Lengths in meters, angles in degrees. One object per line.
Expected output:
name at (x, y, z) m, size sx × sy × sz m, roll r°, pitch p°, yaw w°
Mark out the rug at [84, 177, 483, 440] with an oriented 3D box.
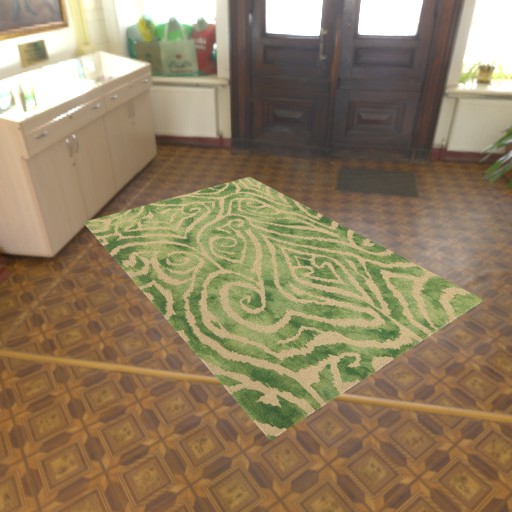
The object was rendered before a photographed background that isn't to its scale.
rug at (0.000, 0.000, 2.329) m, size 1.220 × 0.006 × 1.826 m, roll -21°, pitch 38°, yaw -30°
